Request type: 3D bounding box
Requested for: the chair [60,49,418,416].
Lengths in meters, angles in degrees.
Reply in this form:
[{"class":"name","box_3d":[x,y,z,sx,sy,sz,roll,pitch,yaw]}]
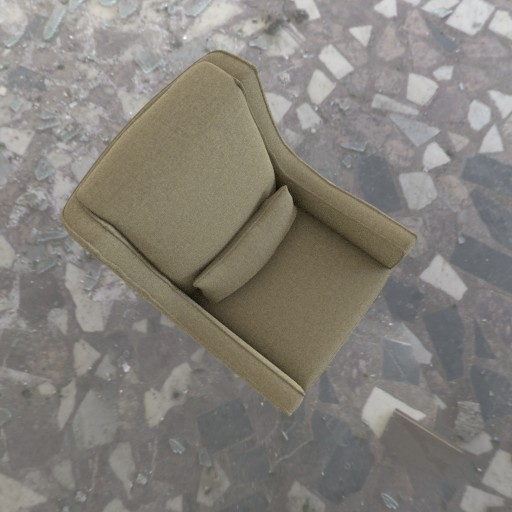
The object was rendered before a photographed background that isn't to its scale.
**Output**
[{"class":"chair","box_3d":[0.000,0.000,1.596,0.879,0.993,0.732,37,79,9]}]
